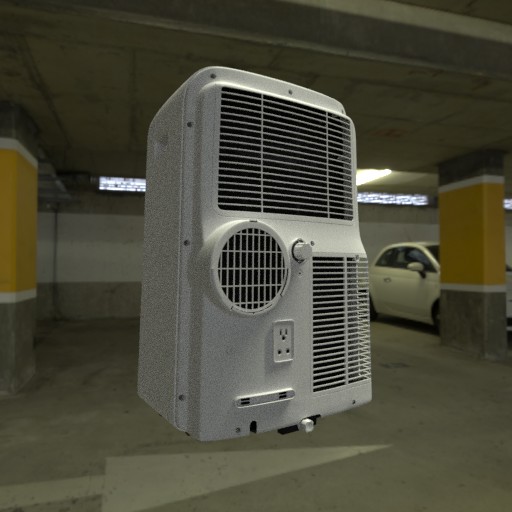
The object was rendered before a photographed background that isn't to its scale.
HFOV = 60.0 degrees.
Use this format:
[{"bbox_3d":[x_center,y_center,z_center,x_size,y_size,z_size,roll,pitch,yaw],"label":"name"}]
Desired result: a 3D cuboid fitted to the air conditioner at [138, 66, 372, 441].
[{"bbox_3d":[0.000,0.000,0.986,0.454,0.700,0.365,1,-2,-34],"label":"air conditioner"}]
